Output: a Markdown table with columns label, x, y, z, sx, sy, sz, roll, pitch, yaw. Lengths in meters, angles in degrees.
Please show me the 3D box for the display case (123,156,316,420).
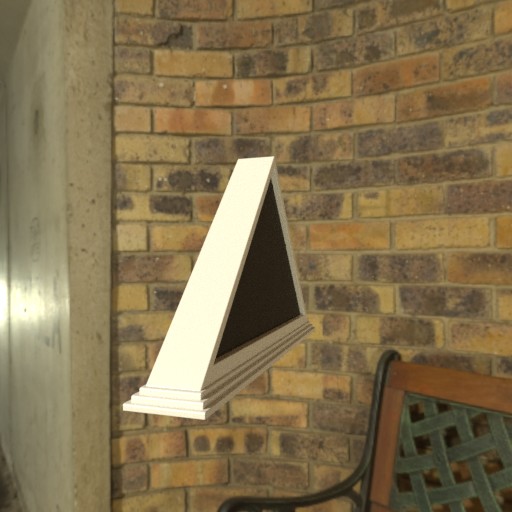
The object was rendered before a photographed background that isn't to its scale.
| label | x | y | z | sx | sy | sz | roll | pitch | yaw |
| --- | --- | --- | --- | --- | --- | --- | --- | --- | --- |
| display case | 0.000 | 0.000 | 0.765 | 0.095 | 0.340 | 0.640 | 0 | -1 | 17 |
